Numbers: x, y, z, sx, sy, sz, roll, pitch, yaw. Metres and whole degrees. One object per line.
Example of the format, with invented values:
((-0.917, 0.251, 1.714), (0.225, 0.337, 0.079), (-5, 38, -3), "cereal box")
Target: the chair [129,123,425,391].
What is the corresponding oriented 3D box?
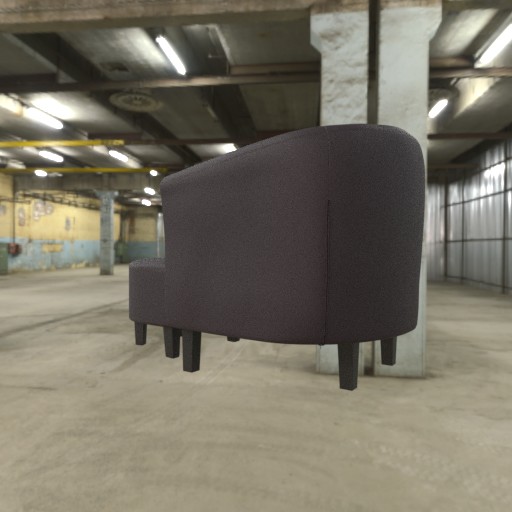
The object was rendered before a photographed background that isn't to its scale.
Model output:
((0.000, 0.000, 1.662), (1.191, 0.760, 0.763), (0, 1, 35), "chair")
